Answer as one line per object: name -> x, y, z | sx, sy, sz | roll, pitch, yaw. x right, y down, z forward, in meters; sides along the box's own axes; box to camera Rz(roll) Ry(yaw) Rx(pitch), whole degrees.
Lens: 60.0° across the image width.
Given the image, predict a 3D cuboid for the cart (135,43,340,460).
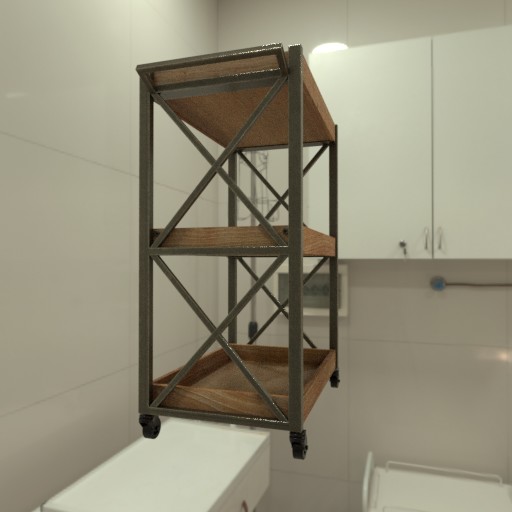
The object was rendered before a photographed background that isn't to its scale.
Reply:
cart -> 0.000, 0.000, 1.197 | 0.377, 0.835, 0.673 | 0, -1, 18
